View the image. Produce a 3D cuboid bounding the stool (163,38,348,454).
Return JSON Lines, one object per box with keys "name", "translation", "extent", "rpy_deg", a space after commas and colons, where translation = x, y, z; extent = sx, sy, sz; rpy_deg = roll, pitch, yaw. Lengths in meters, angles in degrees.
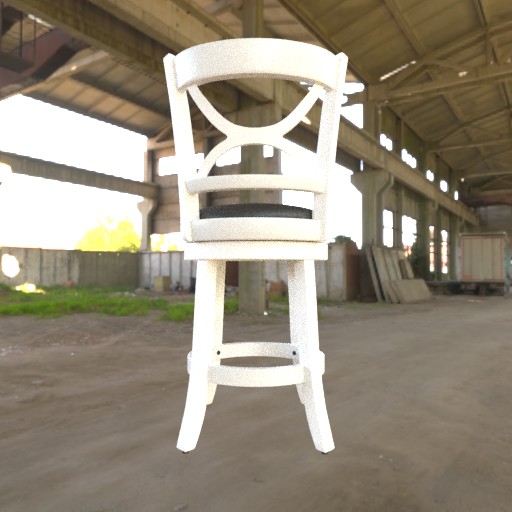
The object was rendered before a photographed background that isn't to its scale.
{"name": "stool", "translation": [0.000, 0.000, 1.200], "extent": [0.444, 0.953, 0.508], "rpy_deg": [0, -1, 1]}
